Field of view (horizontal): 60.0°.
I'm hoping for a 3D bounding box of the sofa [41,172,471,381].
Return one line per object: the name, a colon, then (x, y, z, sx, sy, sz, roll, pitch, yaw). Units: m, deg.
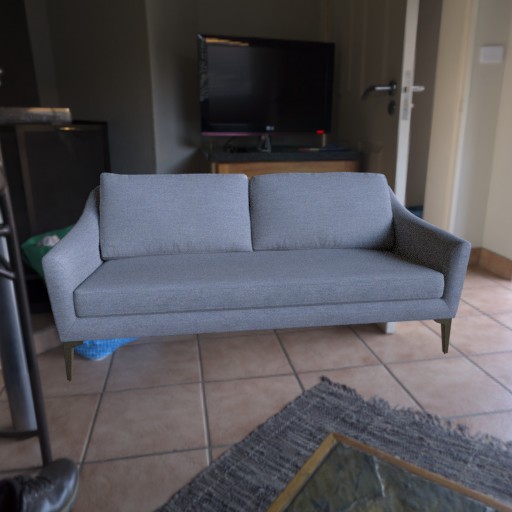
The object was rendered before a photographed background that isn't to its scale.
sofa: (0.000, 0.000, 2.545, 2.036, 0.913, 0.980, -2, 16, -8)
